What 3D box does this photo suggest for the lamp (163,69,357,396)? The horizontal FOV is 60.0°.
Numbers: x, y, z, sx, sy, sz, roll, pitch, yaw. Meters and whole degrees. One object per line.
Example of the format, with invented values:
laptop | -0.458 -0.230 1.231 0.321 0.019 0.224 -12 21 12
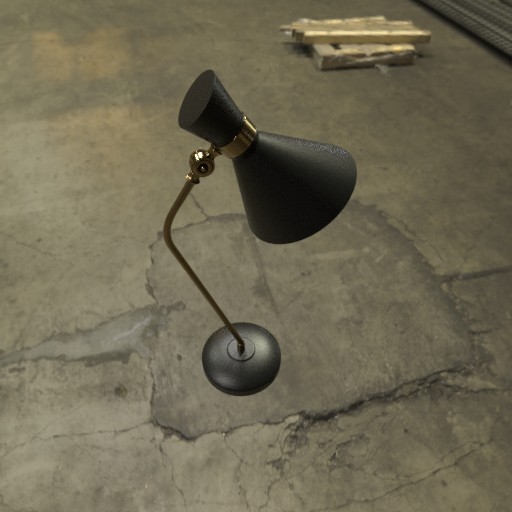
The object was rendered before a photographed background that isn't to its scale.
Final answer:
lamp | 0.000 0.000 0.760 0.292 0.647 0.189 -10 46 -9
